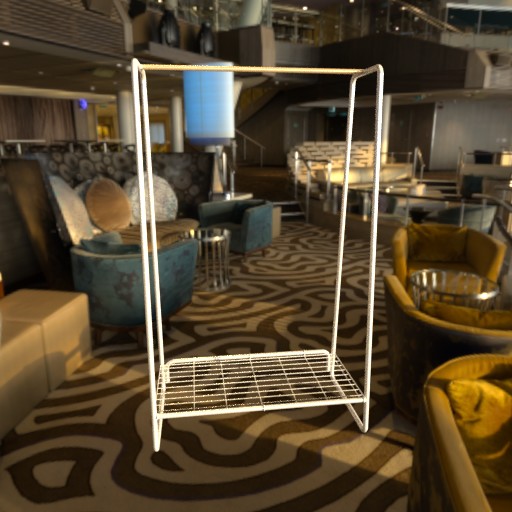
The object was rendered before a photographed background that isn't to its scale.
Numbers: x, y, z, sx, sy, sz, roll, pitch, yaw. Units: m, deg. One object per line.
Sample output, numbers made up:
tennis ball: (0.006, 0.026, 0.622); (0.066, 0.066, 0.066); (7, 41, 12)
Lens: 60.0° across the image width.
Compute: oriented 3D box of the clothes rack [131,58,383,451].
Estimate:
clothes rack: (0.000, 0.000, 1.890); (0.900, 1.500, 0.495); (-2, 15, -8)
